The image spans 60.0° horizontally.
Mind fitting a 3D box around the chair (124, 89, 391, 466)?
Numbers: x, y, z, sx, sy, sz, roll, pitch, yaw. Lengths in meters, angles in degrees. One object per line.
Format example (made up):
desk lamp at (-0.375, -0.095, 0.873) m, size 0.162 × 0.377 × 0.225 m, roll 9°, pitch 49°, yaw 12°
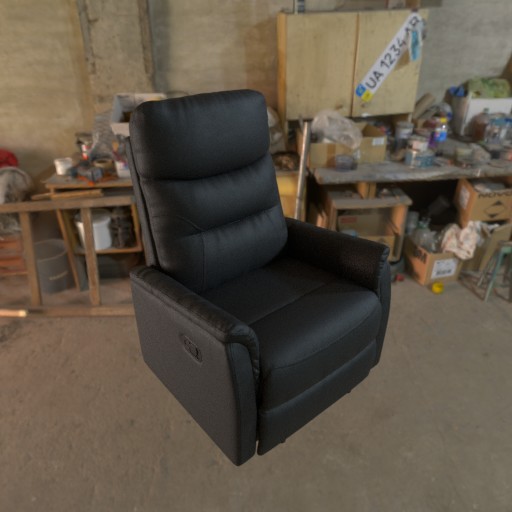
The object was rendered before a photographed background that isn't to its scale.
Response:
chair at (0.000, 0.000, 1.645) m, size 0.775 × 1.082 × 0.831 m, roll -23°, pitch 37°, yaw -34°
